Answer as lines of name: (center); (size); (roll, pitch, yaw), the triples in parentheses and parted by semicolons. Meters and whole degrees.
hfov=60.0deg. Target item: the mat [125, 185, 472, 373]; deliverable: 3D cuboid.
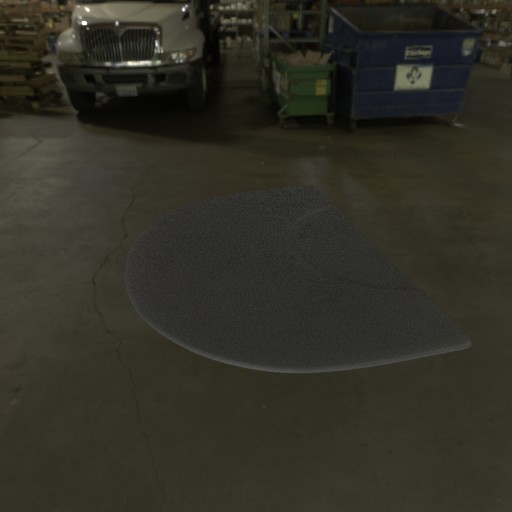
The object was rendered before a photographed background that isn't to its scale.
mat: (0.000, 0.000, 1.597); (0.917, 0.016, 1.220); (-7, 31, -12)
